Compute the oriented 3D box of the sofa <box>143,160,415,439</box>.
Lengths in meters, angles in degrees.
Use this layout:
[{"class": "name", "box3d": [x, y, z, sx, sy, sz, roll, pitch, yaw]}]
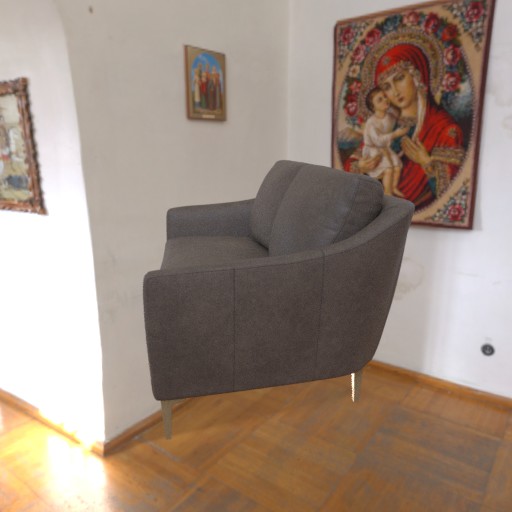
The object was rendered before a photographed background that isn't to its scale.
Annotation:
[{"class": "sofa", "box3d": [0.000, 0.000, 2.207, 0.960, 0.902, 1.619, -2, 14, -8]}]
